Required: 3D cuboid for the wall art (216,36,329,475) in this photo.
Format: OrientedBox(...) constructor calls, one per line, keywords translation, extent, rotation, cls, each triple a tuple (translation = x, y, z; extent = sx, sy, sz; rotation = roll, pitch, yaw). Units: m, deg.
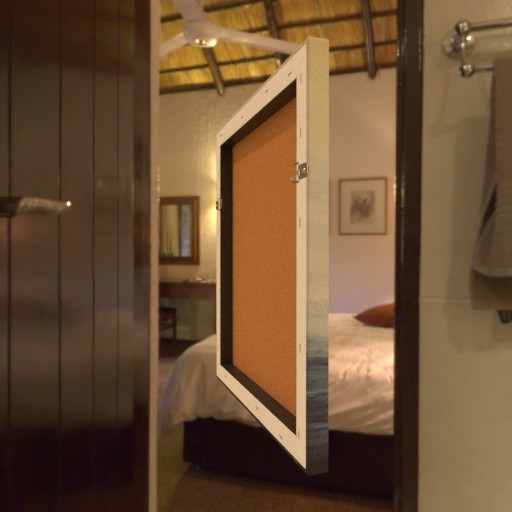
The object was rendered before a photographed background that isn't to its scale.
OrientedBox(translation=(0.000, 0.000, 1.003), extent=(0.041, 0.710, 0.608), rotation=(0, 1, -19), cls="wall art")
